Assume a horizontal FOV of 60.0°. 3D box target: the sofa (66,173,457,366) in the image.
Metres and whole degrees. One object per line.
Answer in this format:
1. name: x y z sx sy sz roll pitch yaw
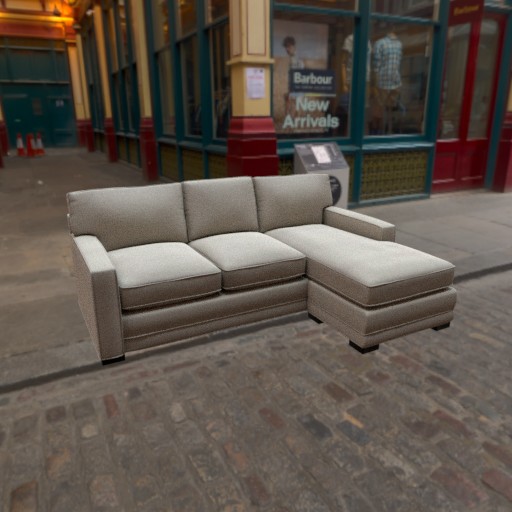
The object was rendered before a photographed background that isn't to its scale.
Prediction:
1. sofa: 0.000 0.000 2.876 2.087 0.861 1.496 -9 20 -27
